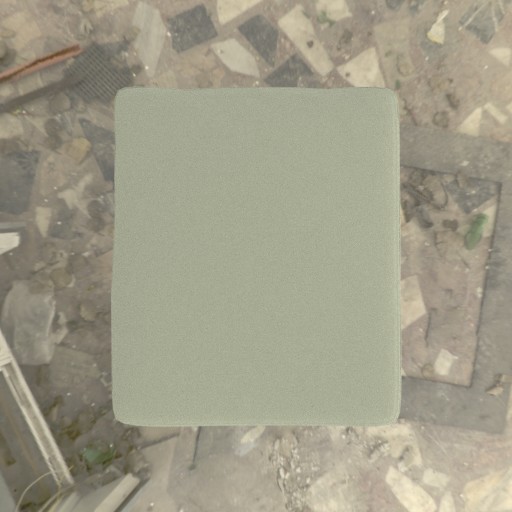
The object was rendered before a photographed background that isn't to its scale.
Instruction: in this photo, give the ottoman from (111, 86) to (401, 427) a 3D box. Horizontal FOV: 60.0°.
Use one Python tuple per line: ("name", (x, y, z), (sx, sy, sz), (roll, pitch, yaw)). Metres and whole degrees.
("ottoman", (0.000, 0.000, 1.470), (0.842, 0.494, 0.991), (0, 89, 0))
